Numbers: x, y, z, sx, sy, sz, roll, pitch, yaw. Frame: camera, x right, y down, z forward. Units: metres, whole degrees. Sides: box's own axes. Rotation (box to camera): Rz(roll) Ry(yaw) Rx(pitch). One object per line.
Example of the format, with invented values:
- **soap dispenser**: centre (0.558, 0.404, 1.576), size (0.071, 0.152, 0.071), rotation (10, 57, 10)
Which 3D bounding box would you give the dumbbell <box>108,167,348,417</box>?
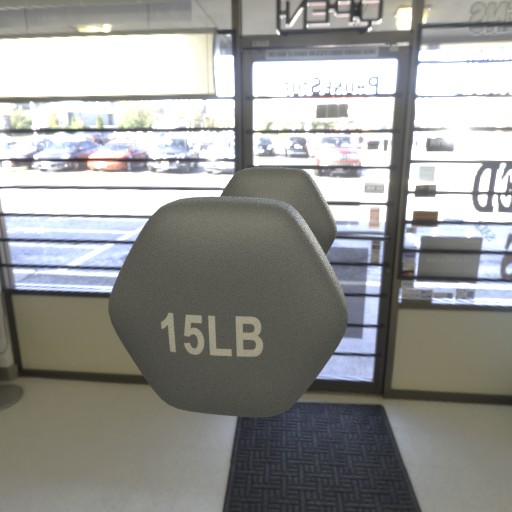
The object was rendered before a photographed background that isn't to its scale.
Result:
- **dumbbell**: centre (0.000, 0.000, 0.303), size (0.116, 0.105, 0.240), rotation (2, 16, 9)
